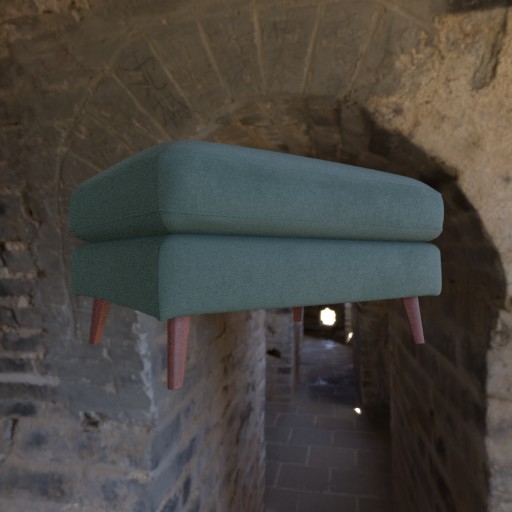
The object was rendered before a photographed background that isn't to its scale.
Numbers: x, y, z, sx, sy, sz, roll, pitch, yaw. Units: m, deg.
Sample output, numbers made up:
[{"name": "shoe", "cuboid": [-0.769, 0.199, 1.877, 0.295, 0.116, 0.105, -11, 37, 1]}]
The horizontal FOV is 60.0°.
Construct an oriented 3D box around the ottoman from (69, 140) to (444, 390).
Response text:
[{"name": "ottoman", "cuboid": [0.000, 0.000, 1.142, 0.811, 0.449, 0.608, 0, 0, -35]}]
